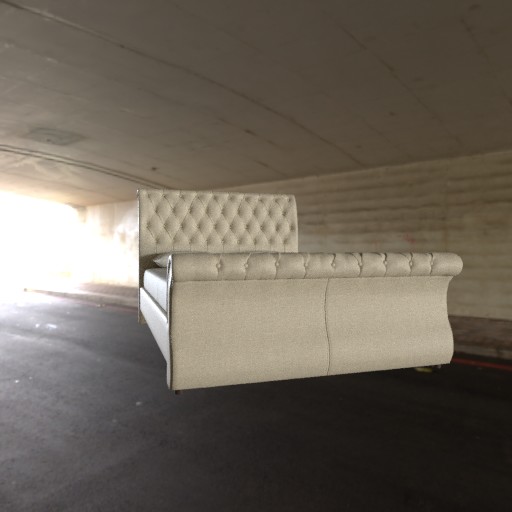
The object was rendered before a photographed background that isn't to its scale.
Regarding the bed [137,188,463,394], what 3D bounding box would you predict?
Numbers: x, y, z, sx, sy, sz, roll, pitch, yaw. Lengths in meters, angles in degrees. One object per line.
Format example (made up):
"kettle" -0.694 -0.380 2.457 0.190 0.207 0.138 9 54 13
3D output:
"bed" 0.000 0.000 3.365 1.606 1.268 2.493 0 1 -18
